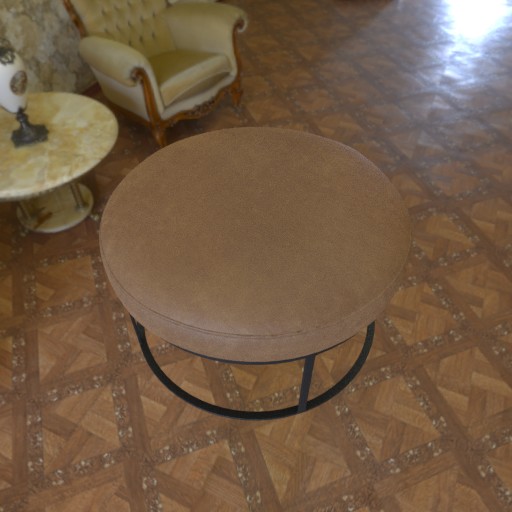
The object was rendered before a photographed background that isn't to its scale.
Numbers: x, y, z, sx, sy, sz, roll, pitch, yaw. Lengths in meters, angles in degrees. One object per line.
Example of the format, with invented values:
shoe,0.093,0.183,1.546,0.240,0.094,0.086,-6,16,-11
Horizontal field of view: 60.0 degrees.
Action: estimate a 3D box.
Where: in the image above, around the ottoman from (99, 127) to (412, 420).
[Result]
ottoman,0.000,0.000,1.231,0.771,0.460,0.771,0,46,0
